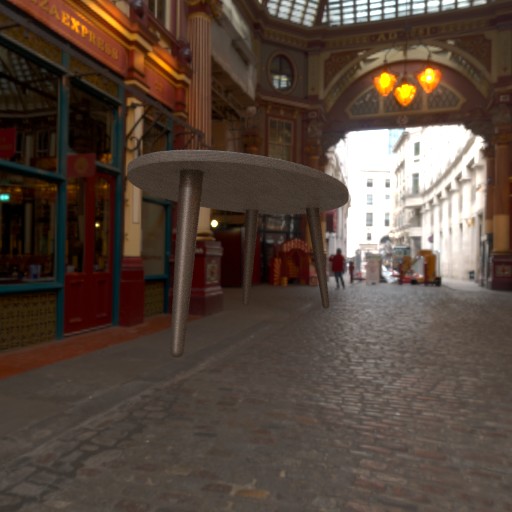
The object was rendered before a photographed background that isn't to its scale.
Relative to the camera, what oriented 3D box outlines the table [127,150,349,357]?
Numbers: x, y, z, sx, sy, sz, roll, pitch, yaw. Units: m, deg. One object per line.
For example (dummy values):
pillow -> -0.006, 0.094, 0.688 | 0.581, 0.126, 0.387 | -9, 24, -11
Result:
table -> 0.000, 0.000, 1.340 | 0.542, 0.390, 1.083 | 0, 0, 17
